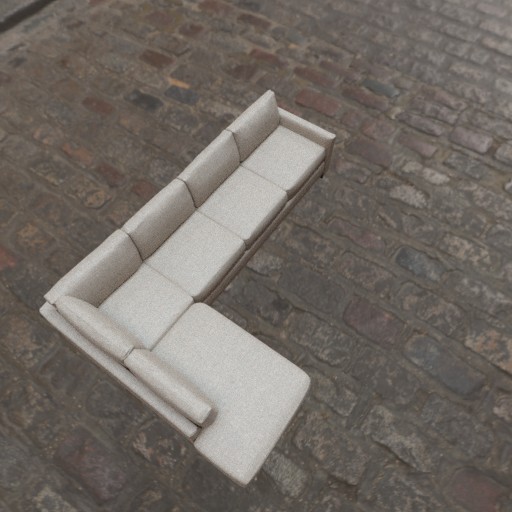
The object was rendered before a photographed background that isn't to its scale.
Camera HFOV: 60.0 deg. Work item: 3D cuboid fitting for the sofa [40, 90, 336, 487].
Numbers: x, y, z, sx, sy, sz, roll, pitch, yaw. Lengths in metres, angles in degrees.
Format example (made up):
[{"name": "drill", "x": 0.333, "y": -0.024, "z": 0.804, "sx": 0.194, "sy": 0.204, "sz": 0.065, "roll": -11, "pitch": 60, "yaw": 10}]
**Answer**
[{"name": "sofa", "x": 0.000, "y": 0.000, "z": 3.100, "sx": 1.617, "sy": 0.703, "sz": 2.423, "roll": 32, "pitch": 64, "yaw": 17}]
